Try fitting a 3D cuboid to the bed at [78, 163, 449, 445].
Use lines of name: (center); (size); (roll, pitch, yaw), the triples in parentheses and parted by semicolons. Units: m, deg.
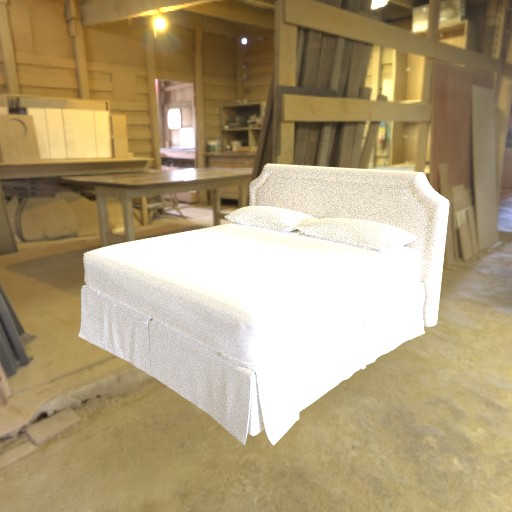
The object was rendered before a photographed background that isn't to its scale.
bed: (0.000, 0.000, 3.561); (2.160, 1.301, 2.204); (14, 21, 42)
